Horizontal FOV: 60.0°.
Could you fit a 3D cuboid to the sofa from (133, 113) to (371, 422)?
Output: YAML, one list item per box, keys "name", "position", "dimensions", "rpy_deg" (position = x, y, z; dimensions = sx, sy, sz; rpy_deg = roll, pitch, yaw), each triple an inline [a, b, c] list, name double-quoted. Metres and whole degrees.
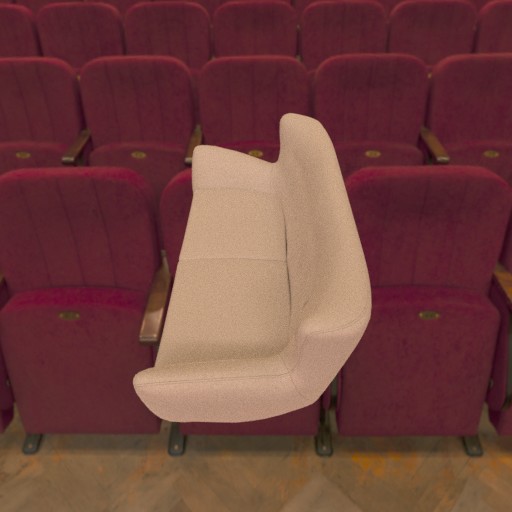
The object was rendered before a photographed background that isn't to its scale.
- name: "sofa"
  position: [0.000, 0.000, 2.410]
  dimensions: [0.899, 0.890, 1.930]
  rpy_deg: [0, 40, 0]
